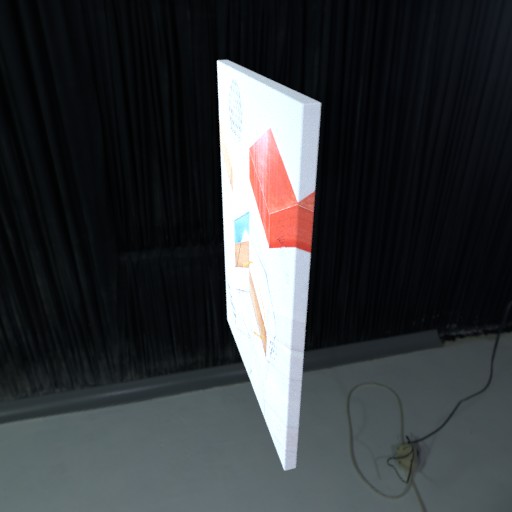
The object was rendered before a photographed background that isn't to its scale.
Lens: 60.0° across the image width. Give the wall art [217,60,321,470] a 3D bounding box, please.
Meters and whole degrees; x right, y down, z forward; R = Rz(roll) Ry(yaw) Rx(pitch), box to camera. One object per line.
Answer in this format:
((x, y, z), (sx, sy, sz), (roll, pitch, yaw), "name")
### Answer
((0.000, 0.000, 1.114), (0.036, 0.848, 0.613), (-8, 30, -14), "wall art")
